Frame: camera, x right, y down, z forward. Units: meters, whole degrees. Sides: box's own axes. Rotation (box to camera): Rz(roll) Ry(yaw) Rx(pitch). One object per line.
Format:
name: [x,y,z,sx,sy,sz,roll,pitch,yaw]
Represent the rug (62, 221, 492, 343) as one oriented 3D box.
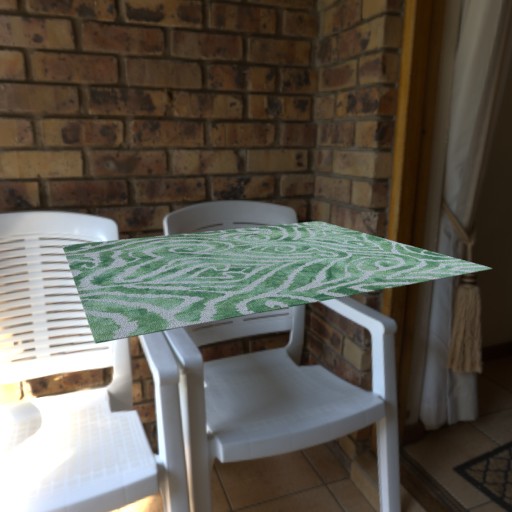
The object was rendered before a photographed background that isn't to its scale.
rug: [0.000,0.000,3.965,3.045,0.007,2.436,-7,16,-26]
